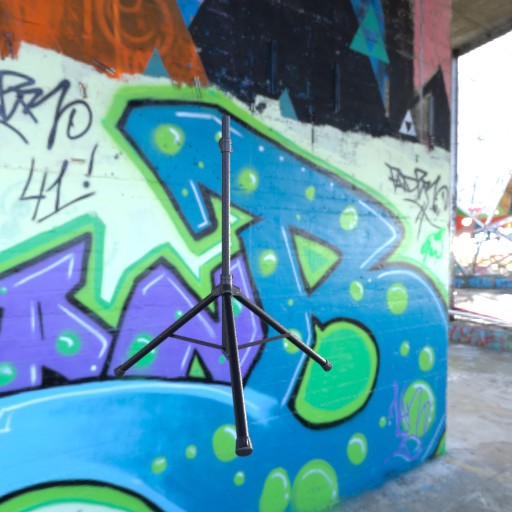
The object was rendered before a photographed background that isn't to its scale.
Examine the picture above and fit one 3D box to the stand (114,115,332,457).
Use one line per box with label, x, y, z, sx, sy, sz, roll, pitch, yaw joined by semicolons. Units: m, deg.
stand;0.000;0.000;1.901;0.907;1.136;1.045;-1;1;-36
